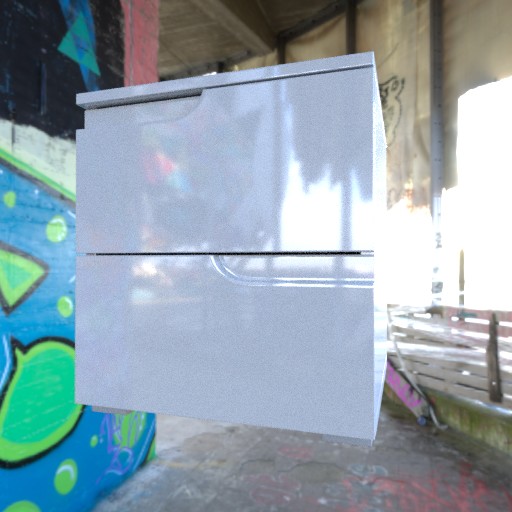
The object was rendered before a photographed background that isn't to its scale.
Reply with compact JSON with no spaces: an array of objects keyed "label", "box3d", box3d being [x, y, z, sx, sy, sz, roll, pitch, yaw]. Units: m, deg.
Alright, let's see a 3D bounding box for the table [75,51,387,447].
[{"label":"table","box3d":[0.000,0.000,0.767,0.420,0.470,0.400,0,-1,18]}]
